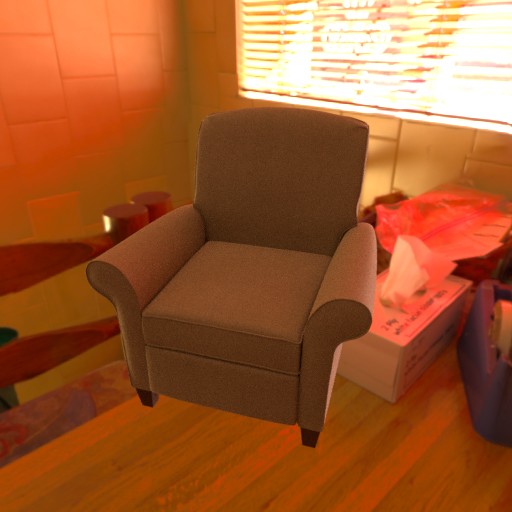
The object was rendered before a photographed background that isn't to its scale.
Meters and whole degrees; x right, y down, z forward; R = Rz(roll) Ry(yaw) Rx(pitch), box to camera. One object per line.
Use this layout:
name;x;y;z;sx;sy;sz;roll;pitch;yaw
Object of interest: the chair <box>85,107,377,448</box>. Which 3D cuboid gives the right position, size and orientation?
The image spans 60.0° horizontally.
chair;0.000;0.000;1.812;0.978;1.061;0.905;8;27;16
